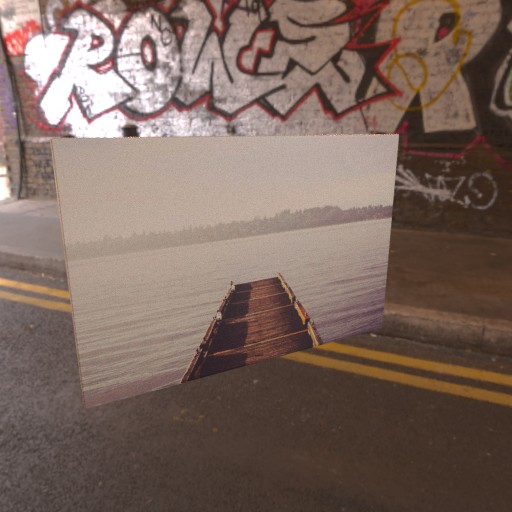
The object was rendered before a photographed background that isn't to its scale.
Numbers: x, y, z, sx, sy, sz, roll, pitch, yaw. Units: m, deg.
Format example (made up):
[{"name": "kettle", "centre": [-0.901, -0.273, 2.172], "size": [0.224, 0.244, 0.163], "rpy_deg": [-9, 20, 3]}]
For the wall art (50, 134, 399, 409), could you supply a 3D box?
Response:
[{"name": "wall art", "centre": [0.000, 0.000, 0.781], "size": [0.615, 0.410, 0.021], "rpy_deg": [-9, 18, -27]}]
